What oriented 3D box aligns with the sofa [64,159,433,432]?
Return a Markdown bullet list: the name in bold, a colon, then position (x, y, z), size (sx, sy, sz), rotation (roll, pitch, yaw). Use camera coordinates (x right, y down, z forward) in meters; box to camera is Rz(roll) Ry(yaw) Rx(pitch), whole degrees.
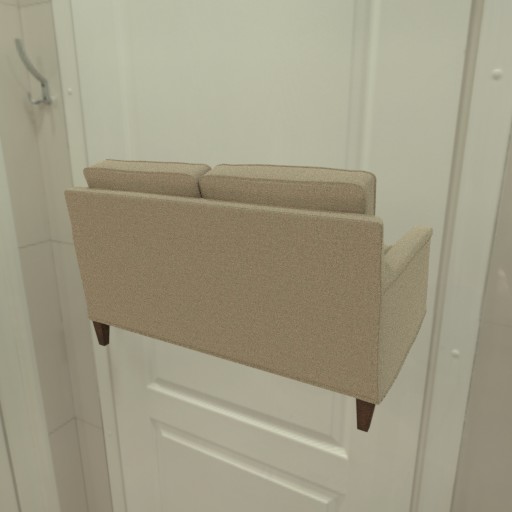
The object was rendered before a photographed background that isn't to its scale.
- **sofa**: position (0.000, 0.000, 2.289), size (1.597, 1.003, 1.084), rotation (9, 19, 28)
